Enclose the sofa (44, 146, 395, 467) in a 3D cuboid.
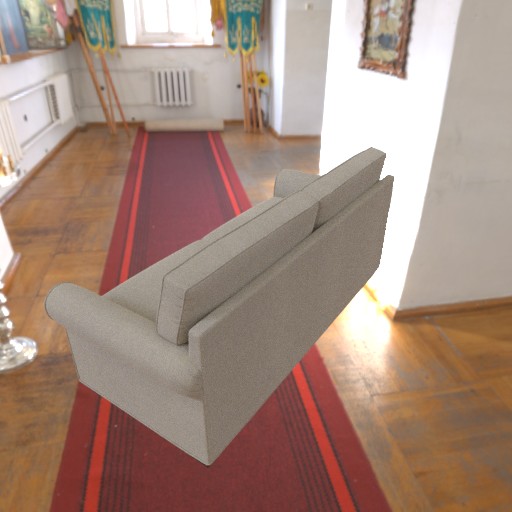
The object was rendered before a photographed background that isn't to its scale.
[{"bbox_3d":[0.000,0.000,2.610,0.901,0.962,2.146,19,35,29],"label":"sofa"}]
